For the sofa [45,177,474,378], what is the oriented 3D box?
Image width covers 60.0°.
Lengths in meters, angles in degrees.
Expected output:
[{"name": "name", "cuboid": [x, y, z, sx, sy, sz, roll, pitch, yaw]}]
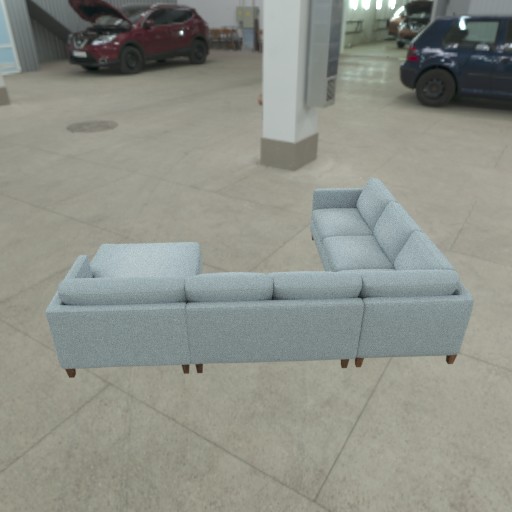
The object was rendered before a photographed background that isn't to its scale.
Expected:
[{"name": "sofa", "cuboid": [0.000, 0.000, 4.652, 3.403, 0.889, 2.551, -1, 30, -2]}]
